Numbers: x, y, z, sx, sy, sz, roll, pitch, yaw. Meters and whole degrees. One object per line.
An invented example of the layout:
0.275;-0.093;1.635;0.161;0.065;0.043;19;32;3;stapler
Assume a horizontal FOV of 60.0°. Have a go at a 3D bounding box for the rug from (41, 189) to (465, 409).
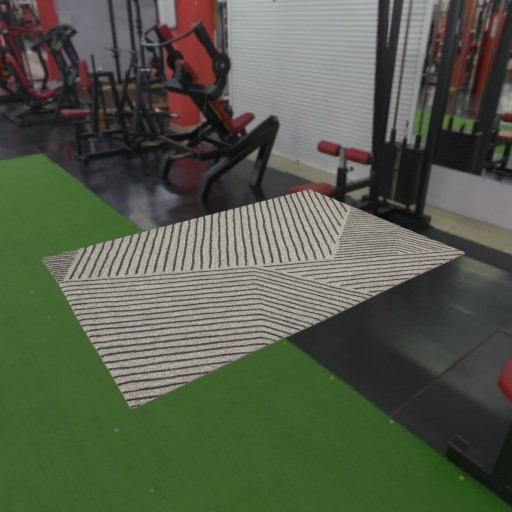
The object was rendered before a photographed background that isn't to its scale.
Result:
0.000;0.000;2.308;1.842;0.019;1.237;-18;33;-31;rug
